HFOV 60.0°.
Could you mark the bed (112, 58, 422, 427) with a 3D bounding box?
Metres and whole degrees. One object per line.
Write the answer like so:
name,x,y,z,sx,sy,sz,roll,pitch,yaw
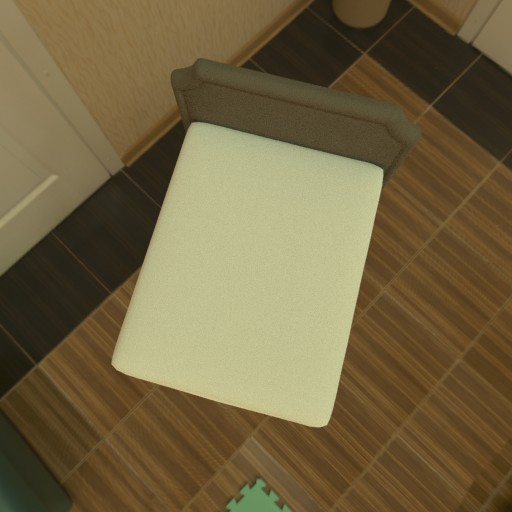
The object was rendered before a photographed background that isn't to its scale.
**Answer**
bed,0.000,0.000,3.308,1.831,1.297,2.181,15,78,3
